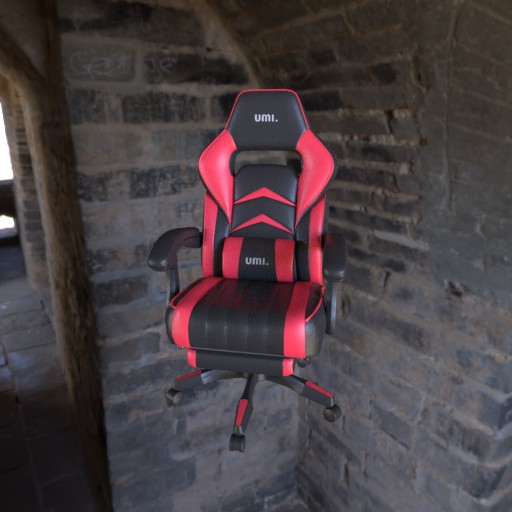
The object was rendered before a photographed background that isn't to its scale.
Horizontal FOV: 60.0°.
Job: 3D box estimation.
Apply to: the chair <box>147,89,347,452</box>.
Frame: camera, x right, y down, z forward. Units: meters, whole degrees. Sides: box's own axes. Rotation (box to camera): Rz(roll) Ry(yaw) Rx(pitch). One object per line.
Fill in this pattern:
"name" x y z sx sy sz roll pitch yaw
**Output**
"chair" 0.000 0.000 1.673 0.700 1.220 0.700 3 17 10
